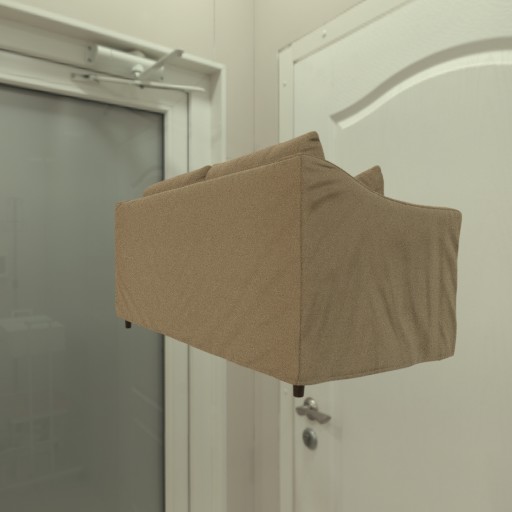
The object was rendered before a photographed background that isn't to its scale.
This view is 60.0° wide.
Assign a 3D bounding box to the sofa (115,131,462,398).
[{"bbox_3d":[0.000,0.000,2.638,1.072,1.018,2.010,0,1,-36],"label":"sofa"}]
